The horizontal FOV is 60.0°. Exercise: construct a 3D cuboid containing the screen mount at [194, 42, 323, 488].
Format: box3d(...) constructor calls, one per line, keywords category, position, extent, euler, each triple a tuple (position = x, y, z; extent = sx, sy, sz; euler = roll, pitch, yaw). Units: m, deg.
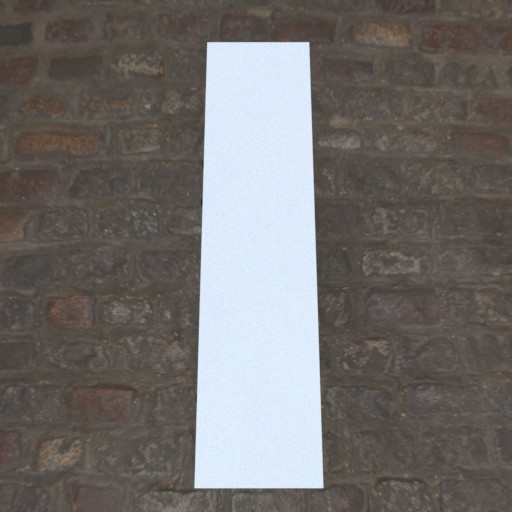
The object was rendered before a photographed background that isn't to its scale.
box3d(category="screen mount", position=(0.000, 0.000, 1.809), extent=(0.418, 0.520, 1.600), euler=(0, 77, 0))
